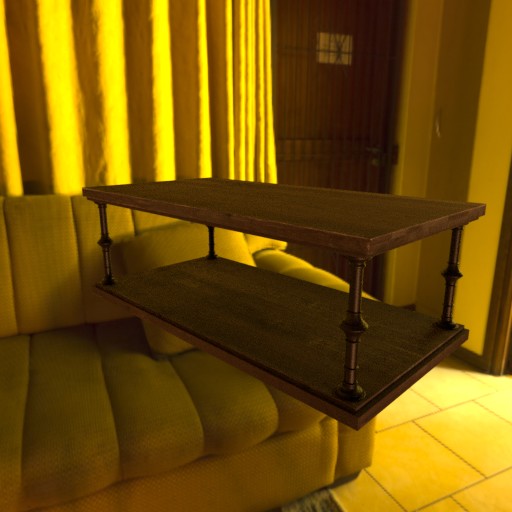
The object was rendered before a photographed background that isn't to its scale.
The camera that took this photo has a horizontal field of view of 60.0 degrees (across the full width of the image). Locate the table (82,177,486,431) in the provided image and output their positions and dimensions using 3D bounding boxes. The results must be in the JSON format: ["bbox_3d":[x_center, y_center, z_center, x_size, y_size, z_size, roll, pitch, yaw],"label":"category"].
[{"bbox_3d":[0.000,0.000,1.346,1.088,0.373,0.554,14,21,43],"label":"table"}]
